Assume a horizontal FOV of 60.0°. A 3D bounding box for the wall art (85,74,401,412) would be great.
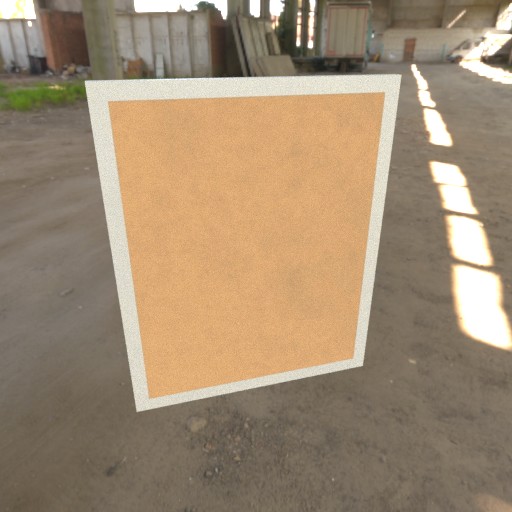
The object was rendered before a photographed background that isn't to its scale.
[{"bbox_3d":[0.000,0.000,1.084,0.661,0.811,0.026,-7,27,-14],"label":"wall art"}]
